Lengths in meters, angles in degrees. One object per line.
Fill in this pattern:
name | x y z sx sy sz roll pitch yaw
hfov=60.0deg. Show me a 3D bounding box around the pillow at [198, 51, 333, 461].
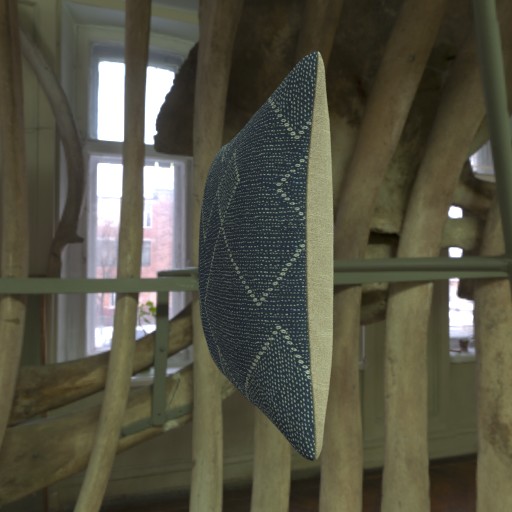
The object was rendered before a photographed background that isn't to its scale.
pillow | 0.000 0.000 0.664 0.148 0.428 0.435 0 -1 -17
